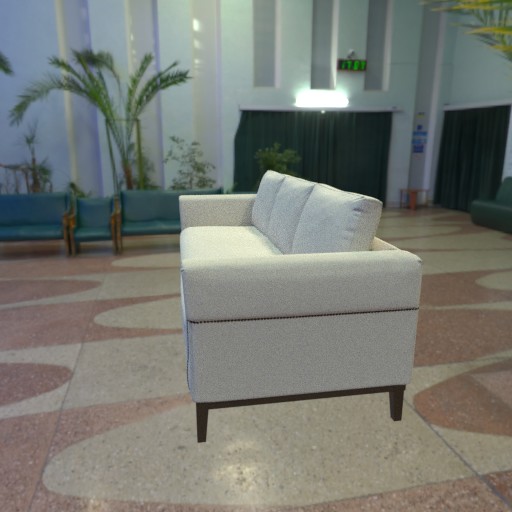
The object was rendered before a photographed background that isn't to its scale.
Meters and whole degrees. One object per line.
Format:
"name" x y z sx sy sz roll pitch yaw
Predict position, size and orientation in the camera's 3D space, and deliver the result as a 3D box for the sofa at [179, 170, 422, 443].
"sofa" 0.000 0.000 2.661 0.902 0.911 2.198 -2 14 -9
